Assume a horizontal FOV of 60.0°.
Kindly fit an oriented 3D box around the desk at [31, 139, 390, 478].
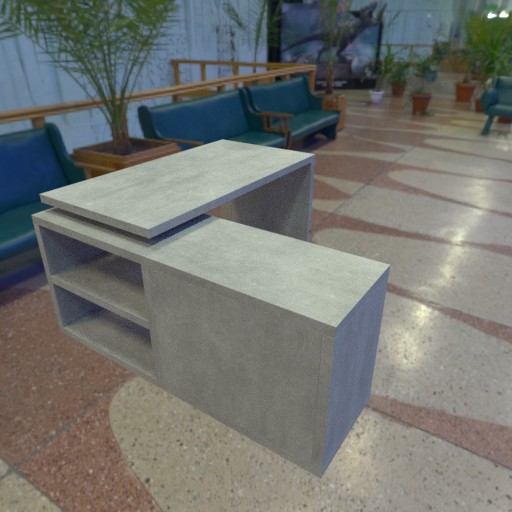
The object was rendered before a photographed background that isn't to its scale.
[{"bbox_3d":[0.000,0.000,2.270,1.500,0.740,1.400,17,32,30],"label":"desk"}]
